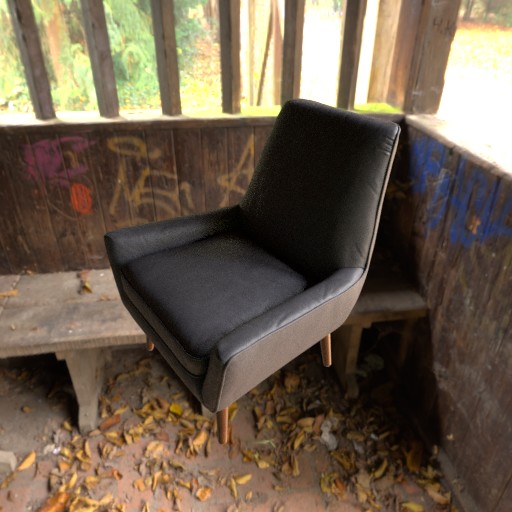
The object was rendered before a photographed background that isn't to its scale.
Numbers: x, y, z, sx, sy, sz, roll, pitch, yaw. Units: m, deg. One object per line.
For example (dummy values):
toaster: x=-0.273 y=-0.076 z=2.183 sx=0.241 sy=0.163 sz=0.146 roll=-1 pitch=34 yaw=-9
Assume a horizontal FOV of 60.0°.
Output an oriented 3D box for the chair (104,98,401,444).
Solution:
chair: x=0.000 y=0.000 z=1.522 sx=0.822 sy=0.888 sz=0.787 roll=-22 pitch=38 yaw=-31
